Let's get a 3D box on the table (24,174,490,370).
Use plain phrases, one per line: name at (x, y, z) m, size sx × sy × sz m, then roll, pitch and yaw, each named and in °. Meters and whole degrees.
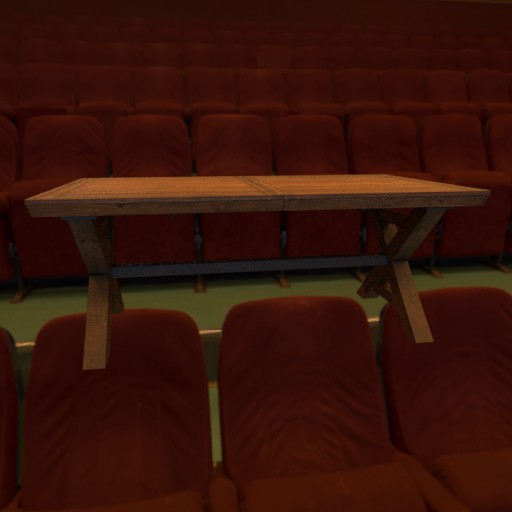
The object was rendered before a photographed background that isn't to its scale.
table at (0.000, 0.000, 2.448) m, size 1.966 × 0.793 × 1.071 m, roll -2°, pitch 15°, yaw -10°
